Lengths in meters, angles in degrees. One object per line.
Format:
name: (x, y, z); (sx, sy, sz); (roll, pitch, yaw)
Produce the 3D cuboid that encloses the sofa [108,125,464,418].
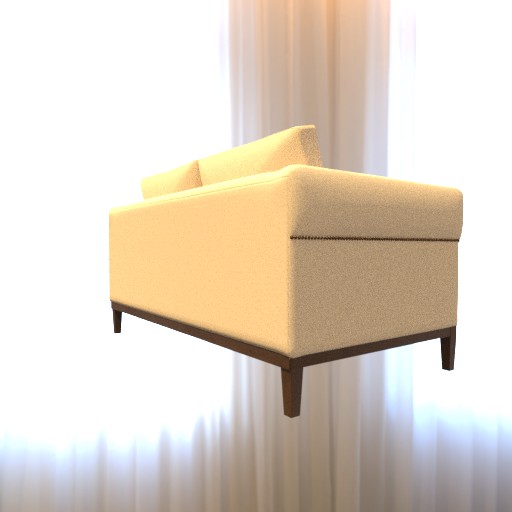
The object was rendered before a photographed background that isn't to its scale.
sofa: (0.000, 0.000, 2.096); (0.905, 0.873, 1.598); (-1, 1, -36)
